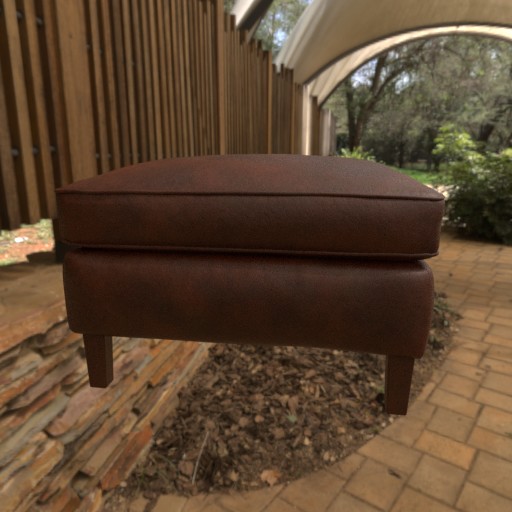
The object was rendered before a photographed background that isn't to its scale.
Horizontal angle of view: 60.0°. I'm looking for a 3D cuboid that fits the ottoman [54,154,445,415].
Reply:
[{"bbox_3d":[0.000,0.000,0.965,0.665,0.432,0.501,2,15,9],"label":"ottoman"}]
